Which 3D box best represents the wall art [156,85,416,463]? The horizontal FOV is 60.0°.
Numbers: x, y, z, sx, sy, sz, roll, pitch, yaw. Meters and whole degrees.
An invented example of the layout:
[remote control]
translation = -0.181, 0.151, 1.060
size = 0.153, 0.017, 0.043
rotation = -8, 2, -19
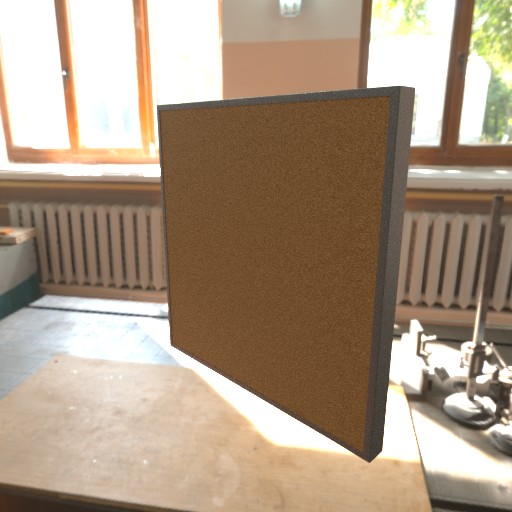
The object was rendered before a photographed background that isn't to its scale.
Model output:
[wall art]
translation = 0.000, 0.000, 0.519
size = 0.028, 0.349, 0.349
rotation = -15, 21, -42
